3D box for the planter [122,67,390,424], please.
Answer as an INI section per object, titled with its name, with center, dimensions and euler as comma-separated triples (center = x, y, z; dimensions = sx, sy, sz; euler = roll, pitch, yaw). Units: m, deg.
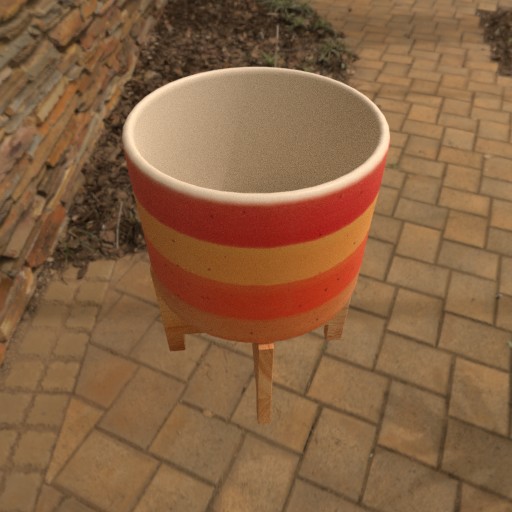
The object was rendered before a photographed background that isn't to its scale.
[planter]
center = 0.000, 0.000, 0.564
dimensions = 0.269, 0.379, 0.269
euler = 0, 45, 0
